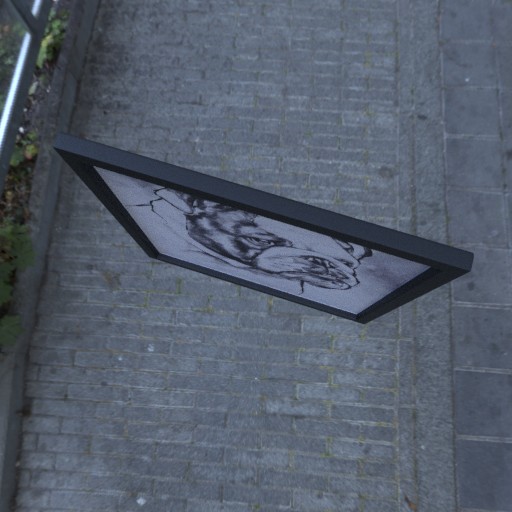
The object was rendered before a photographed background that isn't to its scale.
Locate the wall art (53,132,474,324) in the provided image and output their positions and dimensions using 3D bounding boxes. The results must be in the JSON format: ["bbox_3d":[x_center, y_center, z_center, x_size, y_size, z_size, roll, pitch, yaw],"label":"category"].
[{"bbox_3d":[0.000,0.000,0.680,0.456,0.453,0.022,17,75,5],"label":"wall art"}]
